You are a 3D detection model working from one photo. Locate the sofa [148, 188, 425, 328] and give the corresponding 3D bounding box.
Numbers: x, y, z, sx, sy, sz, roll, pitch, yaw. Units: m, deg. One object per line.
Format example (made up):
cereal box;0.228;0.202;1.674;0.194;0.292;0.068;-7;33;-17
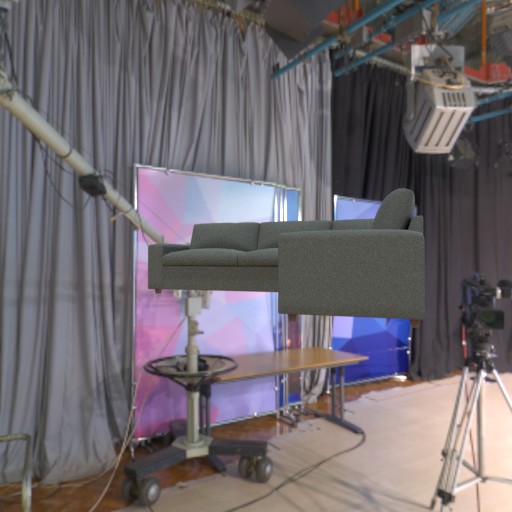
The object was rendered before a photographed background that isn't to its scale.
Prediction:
sofa;0.000;0.000;4.744;3.277;0.965;2.895;0;0;19
